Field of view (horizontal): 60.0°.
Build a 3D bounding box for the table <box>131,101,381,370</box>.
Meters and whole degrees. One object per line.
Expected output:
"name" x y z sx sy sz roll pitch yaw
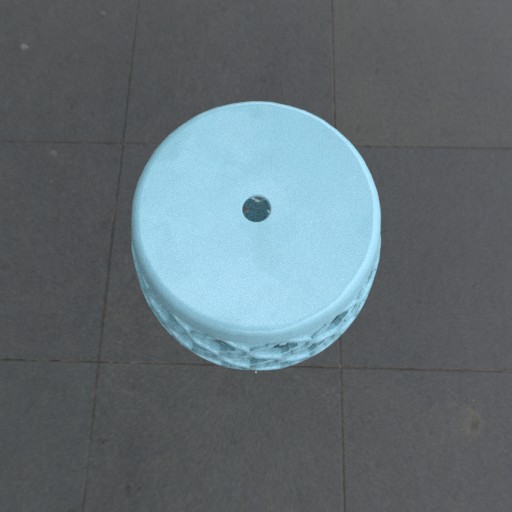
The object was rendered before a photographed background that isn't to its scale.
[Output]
"table" 0.000 0.000 0.646 0.325 0.388 0.325 0 75 0
